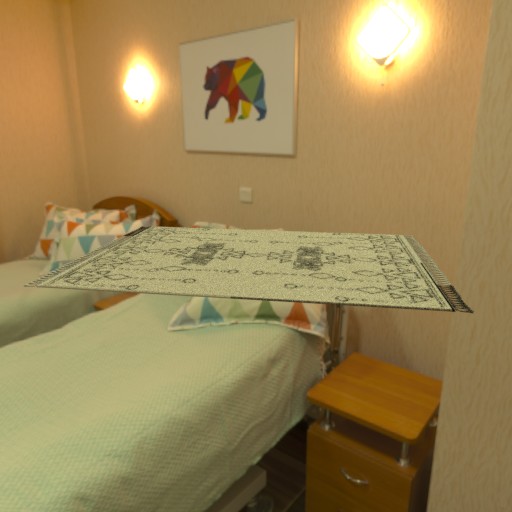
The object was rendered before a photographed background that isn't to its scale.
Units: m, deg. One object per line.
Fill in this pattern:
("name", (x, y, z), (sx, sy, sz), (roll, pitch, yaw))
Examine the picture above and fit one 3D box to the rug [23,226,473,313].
("rug", (0.000, 0.000, 2.999), (2.312, 0.013, 1.600), (2, 16, 9))
